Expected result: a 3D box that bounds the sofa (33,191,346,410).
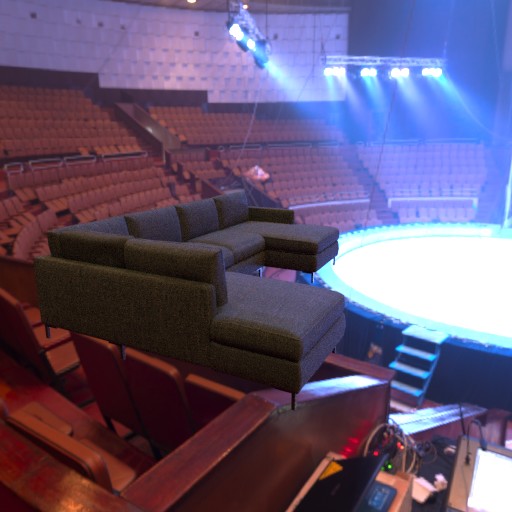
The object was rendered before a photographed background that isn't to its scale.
[{"bbox_3d":[0.000,0.000,3.634,1.879,0.753,2.737,7,16,26],"label":"sofa"}]
